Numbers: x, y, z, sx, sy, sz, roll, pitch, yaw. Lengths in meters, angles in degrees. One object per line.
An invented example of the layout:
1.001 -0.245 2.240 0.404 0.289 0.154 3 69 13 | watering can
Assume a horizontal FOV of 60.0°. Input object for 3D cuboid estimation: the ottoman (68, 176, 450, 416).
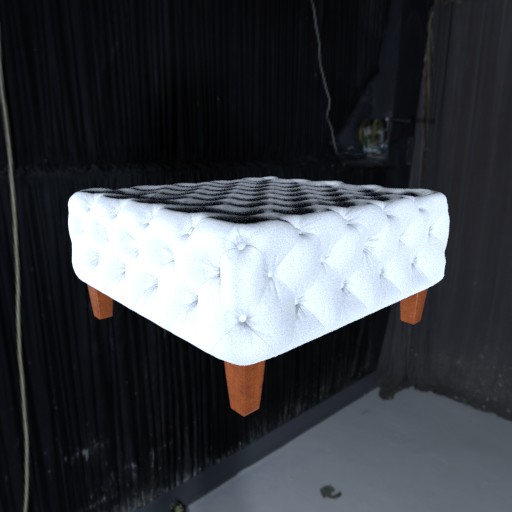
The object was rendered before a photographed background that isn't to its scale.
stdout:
0.000 0.000 1.210 0.764 0.365 0.758 -13 20 -41 | ottoman
